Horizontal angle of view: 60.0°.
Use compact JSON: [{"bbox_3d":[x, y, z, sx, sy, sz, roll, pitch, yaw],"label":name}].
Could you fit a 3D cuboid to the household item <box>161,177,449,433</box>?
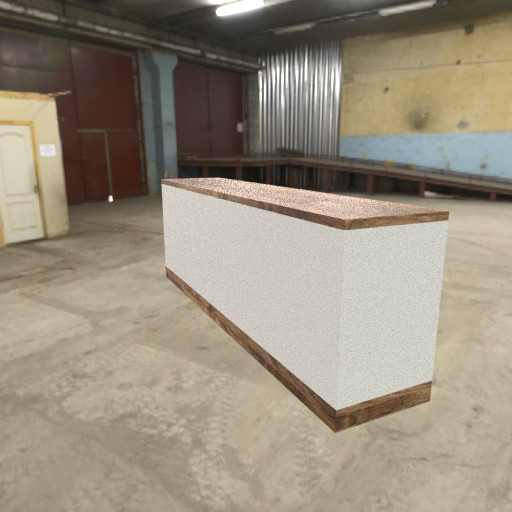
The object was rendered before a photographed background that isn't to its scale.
[{"bbox_3d":[0.000,0.000,2.062,0.390,0.615,1.800,-7,15,-26],"label":"household item"}]
